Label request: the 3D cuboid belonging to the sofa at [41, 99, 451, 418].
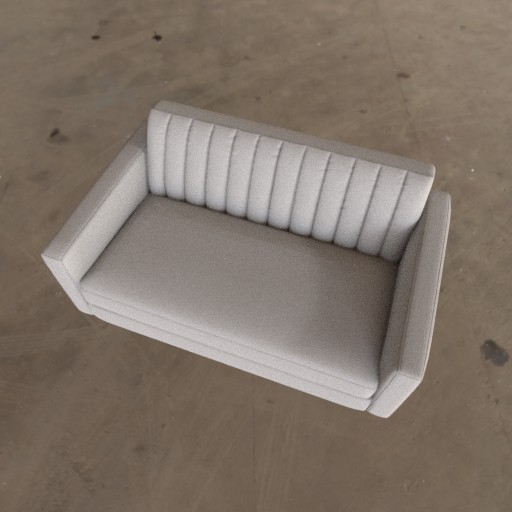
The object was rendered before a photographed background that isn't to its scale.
[{"bbox_3d":[0.000,0.000,2.119,1.585,0.801,0.950,17,57,11],"label":"sofa"}]
